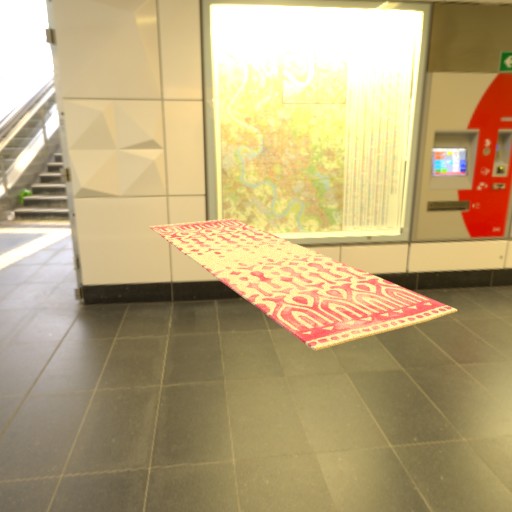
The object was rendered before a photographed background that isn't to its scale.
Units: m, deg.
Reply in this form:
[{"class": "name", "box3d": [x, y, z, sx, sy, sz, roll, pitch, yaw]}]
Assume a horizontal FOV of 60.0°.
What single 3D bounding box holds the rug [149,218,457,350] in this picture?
[{"class": "rug", "box3d": [0.000, 0.000, 2.830, 0.787, 0.011, 2.458, -8, 17, -26]}]
